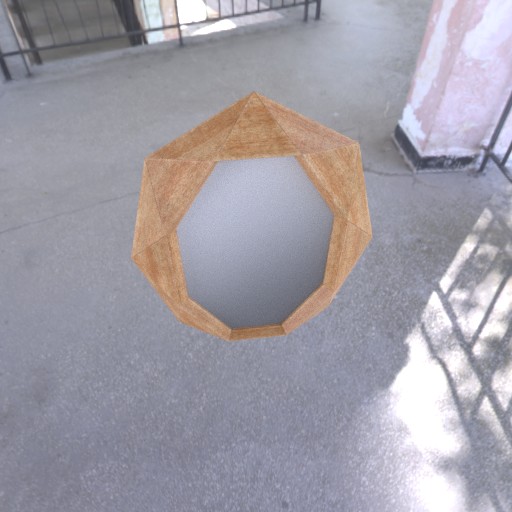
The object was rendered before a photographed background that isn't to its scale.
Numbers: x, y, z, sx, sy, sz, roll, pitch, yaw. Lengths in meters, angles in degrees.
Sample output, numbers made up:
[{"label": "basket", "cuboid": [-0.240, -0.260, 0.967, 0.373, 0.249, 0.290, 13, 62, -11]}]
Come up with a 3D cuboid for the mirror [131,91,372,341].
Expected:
[{"label": "mirror", "cuboid": [0.000, 0.000, 1.035, 0.577, 0.774, 0.070, -5, 46, -5]}]
